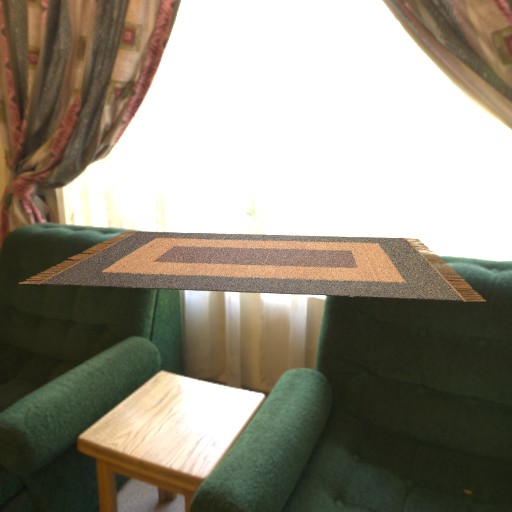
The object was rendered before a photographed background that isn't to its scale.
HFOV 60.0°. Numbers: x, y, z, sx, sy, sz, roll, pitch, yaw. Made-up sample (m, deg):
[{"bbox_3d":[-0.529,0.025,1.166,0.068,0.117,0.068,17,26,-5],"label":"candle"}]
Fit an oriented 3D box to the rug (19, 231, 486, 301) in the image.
[{"bbox_3d":[0.000,0.000,1.872,1.541,0.013,0.920,2,15,7],"label":"rug"}]
